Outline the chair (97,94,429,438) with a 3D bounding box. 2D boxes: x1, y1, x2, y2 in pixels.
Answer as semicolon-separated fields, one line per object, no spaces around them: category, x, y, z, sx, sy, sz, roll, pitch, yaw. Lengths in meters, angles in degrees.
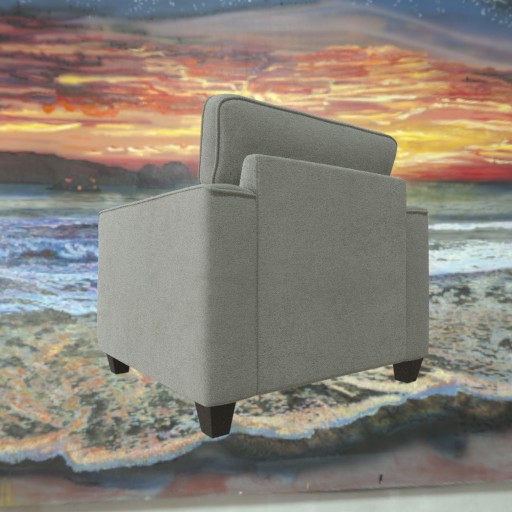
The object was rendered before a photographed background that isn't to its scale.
chair;0.000;0.000;1.777;1.015;0.965;0.939;0;0;-36
